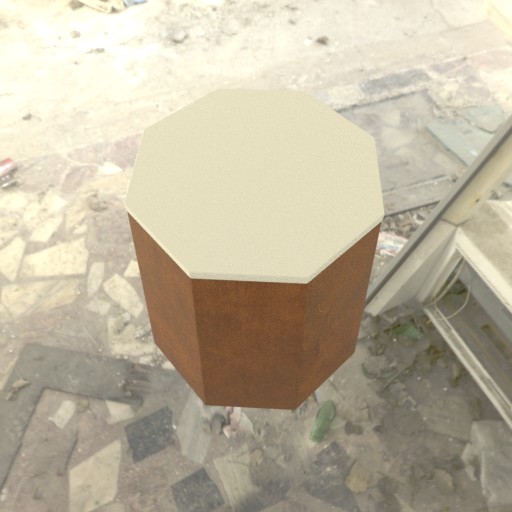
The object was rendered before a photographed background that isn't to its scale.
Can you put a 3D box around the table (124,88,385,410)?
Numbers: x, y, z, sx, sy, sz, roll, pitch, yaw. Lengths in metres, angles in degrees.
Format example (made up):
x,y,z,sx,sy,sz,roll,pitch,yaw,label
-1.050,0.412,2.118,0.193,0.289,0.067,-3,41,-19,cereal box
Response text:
x,y,z,sx,sy,sz,roll,pitch,yaw,label
0.000,0.000,0.813,0.439,0.457,0.439,1,58,1,table
